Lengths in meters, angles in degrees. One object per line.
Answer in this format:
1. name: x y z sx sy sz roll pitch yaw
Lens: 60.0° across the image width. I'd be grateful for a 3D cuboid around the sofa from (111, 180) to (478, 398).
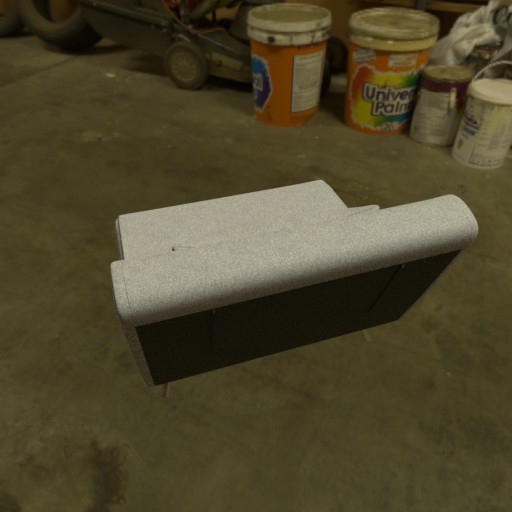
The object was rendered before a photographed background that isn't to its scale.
1. sofa: 0.000 0.000 1.712 1.020 0.825 1.000 -12 42 -14
